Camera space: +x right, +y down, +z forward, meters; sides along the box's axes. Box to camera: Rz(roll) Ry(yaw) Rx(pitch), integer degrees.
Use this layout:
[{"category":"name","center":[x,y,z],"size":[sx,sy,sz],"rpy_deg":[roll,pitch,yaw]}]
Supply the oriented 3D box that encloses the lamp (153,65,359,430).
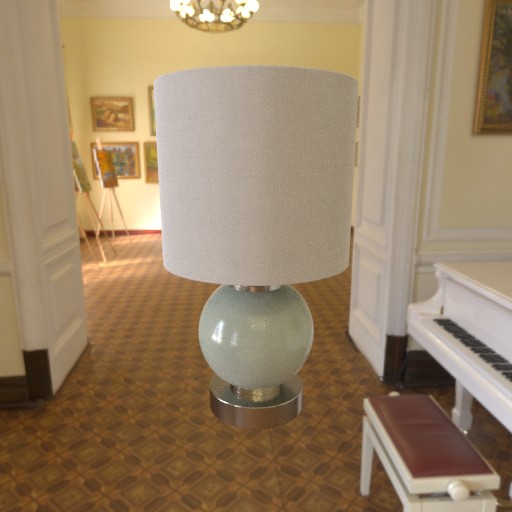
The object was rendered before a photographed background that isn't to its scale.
[{"category":"lamp","center":[0.000,0.000,0.483],"size":[0.201,0.353,0.201],"rpy_deg":[2,13,8]}]
